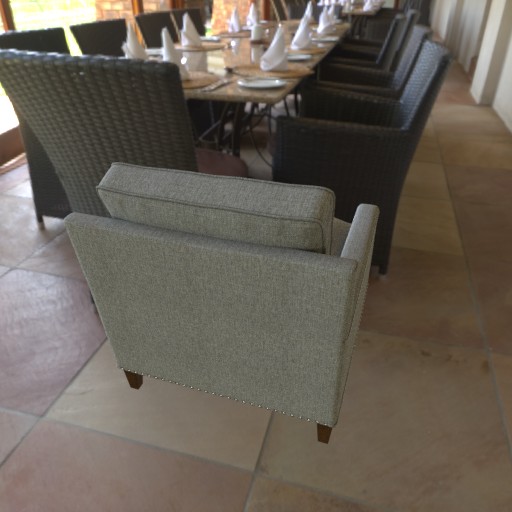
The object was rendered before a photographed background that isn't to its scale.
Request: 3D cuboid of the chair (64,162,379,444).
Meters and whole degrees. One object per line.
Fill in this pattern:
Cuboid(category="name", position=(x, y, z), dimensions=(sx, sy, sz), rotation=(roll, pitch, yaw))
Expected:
Cuboid(category="chair", position=(0.000, 0.000, 1.740), dimensions=(0.853, 0.943, 1.014), rotation=(10, 33, 16))
